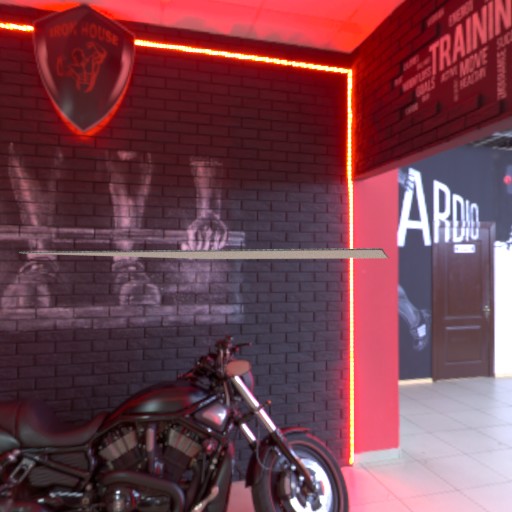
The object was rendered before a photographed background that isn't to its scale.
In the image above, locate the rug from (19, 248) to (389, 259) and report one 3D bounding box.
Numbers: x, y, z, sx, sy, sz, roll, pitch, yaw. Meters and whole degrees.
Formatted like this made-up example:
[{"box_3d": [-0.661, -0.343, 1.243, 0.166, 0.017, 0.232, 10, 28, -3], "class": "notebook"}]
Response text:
[{"box_3d": [0.000, 0.000, 5.100, 2.894, 0.011, 3.957, 0, -1, 17], "class": "rug"}]
